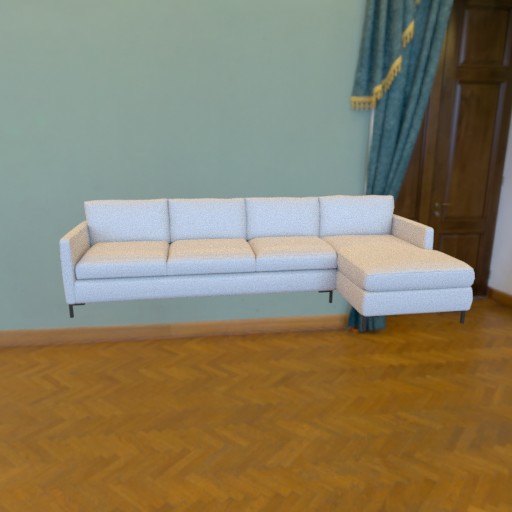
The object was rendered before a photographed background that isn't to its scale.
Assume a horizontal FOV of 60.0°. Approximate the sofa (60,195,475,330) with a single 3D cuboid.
[{"bbox_3d":[0.000,0.000,3.271,2.731,0.755,1.258,-2,15,-8],"label":"sofa"}]
